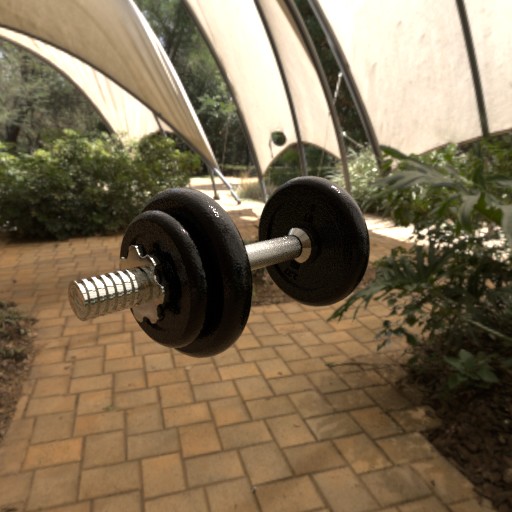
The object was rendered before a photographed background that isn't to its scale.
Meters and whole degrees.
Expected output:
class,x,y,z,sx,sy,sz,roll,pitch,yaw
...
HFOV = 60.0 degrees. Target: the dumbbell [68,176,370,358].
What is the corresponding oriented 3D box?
class,x,y,z,sx,sy,sz,roll,pitch,yaw
dumbbell,0.000,0.000,0.603,0.202,0.202,0.497,14,20,43
